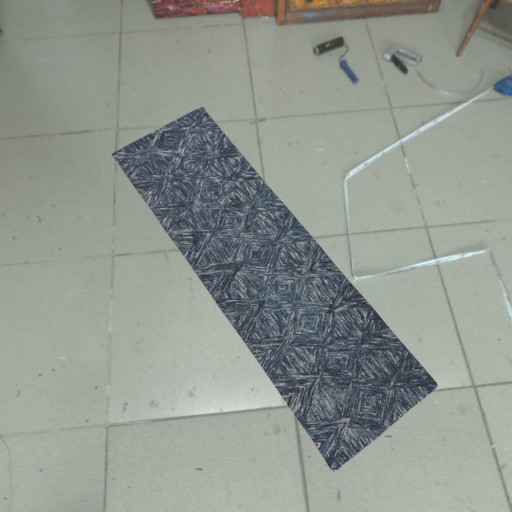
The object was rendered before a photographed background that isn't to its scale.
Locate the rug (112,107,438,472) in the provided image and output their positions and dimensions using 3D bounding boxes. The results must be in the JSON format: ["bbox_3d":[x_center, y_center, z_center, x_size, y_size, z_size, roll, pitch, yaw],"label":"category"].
[{"bbox_3d":[0.000,0.000,2.602,0.719,0.013,2.306,-33,69,-14],"label":"rug"}]
